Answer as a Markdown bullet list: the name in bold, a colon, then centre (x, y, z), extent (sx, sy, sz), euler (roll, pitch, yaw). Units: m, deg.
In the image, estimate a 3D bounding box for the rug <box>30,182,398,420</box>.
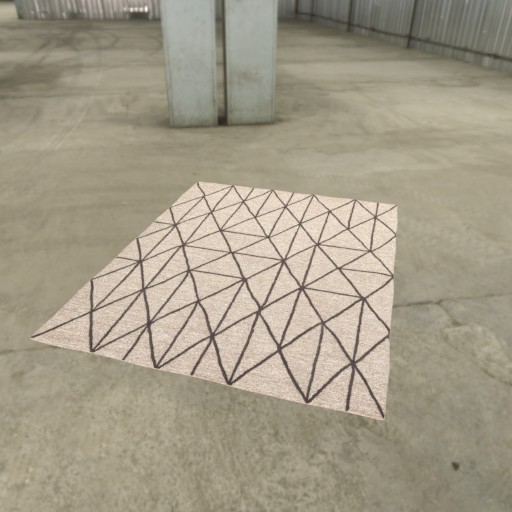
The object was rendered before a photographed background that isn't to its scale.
- **rug**: centre (0.000, 0.000, 4.081), extent (2.468, 0.022, 3.061), euler (9, 33, 14)
